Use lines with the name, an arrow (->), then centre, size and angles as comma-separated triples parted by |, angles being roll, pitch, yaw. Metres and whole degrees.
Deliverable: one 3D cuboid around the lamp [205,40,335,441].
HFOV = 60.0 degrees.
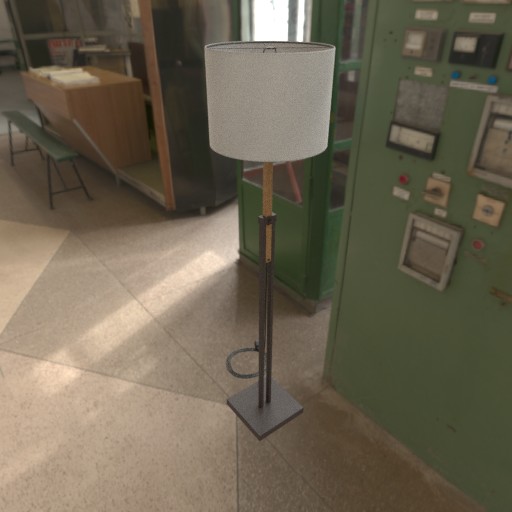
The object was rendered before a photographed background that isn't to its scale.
lamp -> 0.000, 0.000, 1.899 | 0.474, 1.650, 0.639 | -21, 36, -31
